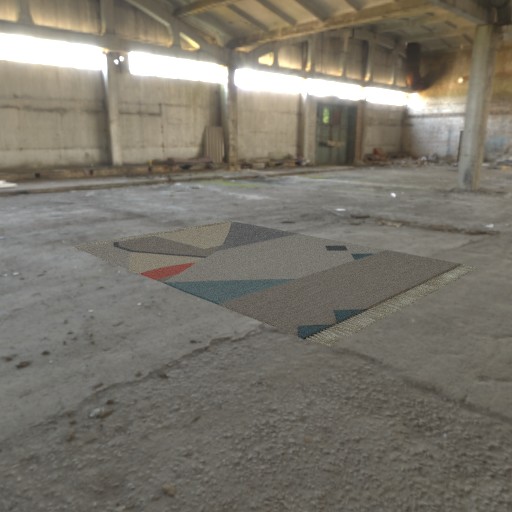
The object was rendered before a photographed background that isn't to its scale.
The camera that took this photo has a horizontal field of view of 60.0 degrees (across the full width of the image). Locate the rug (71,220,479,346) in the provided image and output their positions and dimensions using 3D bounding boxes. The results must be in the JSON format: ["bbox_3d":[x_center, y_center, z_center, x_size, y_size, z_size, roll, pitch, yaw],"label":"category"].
[{"bbox_3d":[0.000,0.000,2.340,1.220,0.005,1.828,-14,20,-43],"label":"rug"}]
